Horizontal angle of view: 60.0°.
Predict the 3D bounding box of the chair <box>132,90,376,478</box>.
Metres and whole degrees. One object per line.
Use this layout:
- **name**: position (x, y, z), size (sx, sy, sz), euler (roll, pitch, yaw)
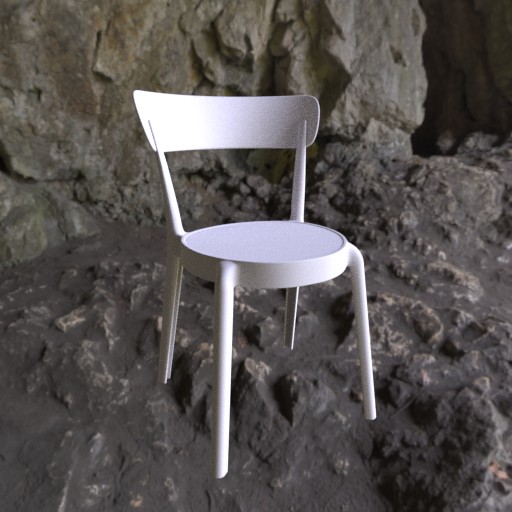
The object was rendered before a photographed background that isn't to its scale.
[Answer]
- **chair**: position (0.000, 0.000, 1.121), size (0.506, 0.790, 0.491), euler (-9, 19, -26)
